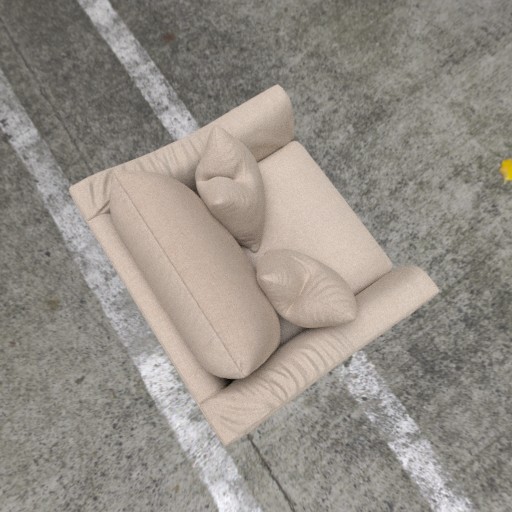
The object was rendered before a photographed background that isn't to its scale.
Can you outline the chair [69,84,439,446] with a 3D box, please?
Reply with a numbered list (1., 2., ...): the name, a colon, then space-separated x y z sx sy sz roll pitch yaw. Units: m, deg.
1. chair: 0.000 0.000 2.056 1.071 1.093 1.194 -33 78 -8
